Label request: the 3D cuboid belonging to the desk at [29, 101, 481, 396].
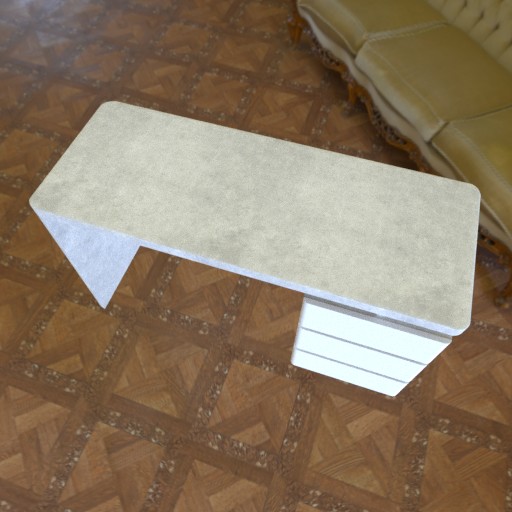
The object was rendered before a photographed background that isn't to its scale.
[{"bbox_3d":[0.000,0.000,1.772,1.400,0.755,0.550,16,60,9],"label":"desk"}]
